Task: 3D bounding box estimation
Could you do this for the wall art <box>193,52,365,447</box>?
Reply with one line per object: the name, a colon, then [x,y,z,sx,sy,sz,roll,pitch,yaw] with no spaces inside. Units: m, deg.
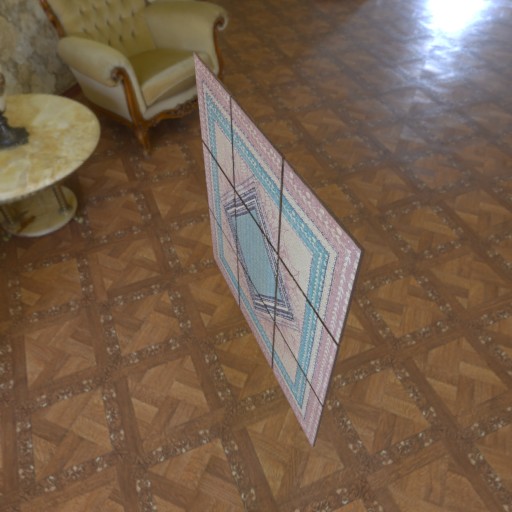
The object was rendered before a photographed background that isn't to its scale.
wall art: [0.000,0.000,2.315,0.014,1.525,1.527,-18,49,-16]
